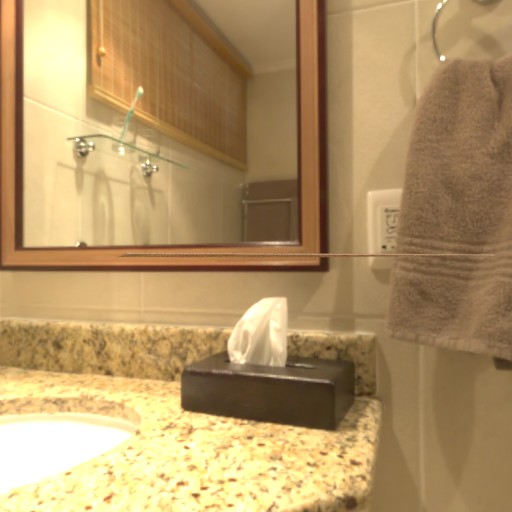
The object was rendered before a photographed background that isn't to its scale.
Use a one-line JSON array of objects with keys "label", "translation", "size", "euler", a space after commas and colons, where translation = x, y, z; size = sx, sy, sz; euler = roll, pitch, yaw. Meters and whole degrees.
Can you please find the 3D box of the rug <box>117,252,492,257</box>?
[{"label": "rug", "translation": [0.000, 0.000, 4.161], "size": [2.451, 0.008, 3.143], "euler": [0, 0, -18]}]
